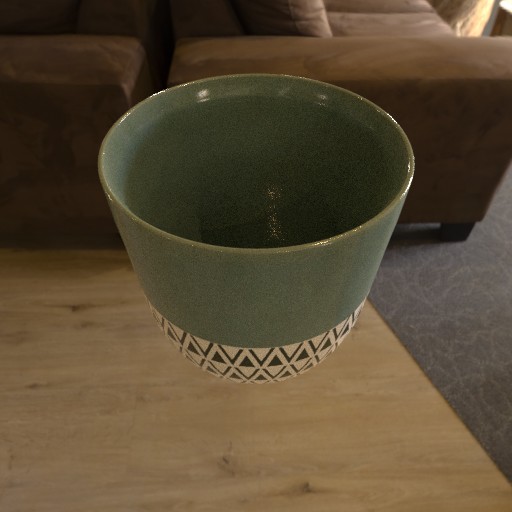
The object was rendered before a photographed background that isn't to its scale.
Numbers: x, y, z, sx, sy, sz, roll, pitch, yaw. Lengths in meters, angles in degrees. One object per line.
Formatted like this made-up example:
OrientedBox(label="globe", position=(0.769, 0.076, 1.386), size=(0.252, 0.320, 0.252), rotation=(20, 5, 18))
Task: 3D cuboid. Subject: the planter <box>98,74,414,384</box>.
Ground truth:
OrientedBox(label="planter", position=(0.000, 0.000, 0.362), size=(0.198, 0.214, 0.198), rotation=(0, 47, 0))
